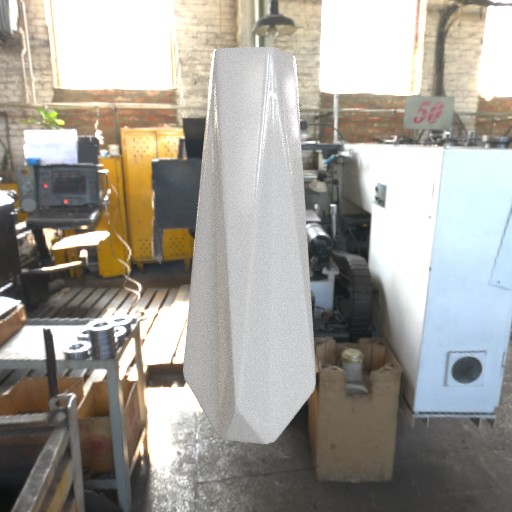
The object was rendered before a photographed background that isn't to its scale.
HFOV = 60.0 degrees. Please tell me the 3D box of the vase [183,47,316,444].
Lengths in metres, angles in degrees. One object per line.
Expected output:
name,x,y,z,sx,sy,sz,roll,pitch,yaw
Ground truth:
vase,0.000,0.000,0.394,0.116,0.329,0.122,-14,20,-42
